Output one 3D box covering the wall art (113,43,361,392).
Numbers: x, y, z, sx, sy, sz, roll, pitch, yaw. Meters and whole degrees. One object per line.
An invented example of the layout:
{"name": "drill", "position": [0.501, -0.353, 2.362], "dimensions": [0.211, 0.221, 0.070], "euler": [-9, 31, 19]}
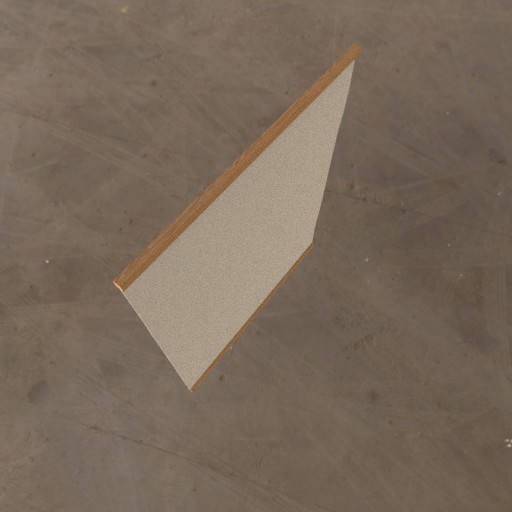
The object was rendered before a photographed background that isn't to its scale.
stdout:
{"name": "wall art", "position": [0.000, 0.000, 0.693], "dimensions": [0.010, 0.507, 0.404], "euler": [35, 68, 16]}
